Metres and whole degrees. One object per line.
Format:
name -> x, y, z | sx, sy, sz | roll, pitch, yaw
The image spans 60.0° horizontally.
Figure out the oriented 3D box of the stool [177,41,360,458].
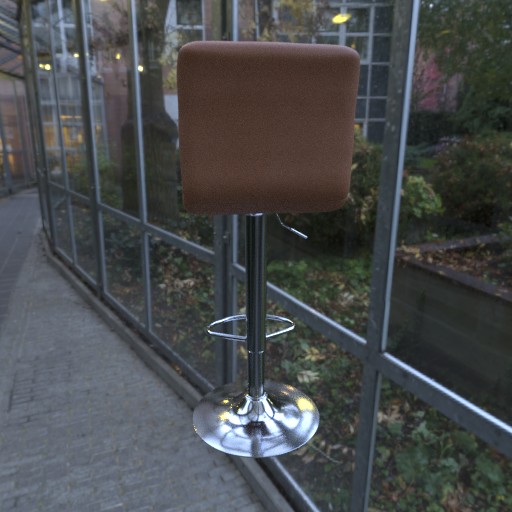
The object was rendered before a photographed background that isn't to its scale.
stool -> 0.000, 0.000, 1.354 | 0.430, 1.115, 0.505 | -2, 15, -9
